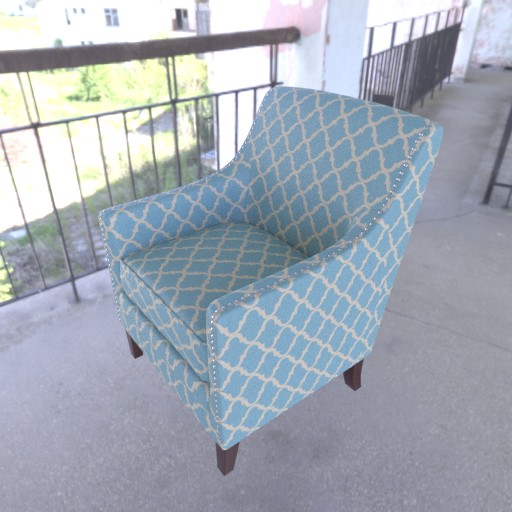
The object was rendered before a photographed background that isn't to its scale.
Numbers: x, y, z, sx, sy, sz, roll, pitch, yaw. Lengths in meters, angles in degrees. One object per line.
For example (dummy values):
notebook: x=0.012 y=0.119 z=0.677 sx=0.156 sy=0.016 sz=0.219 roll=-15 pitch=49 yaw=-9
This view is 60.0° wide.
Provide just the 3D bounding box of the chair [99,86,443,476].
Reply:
chair: x=0.000 y=0.000 z=1.291 sx=0.686 sy=0.817 sz=0.617 roll=-22 pitch=38 yaw=-32
